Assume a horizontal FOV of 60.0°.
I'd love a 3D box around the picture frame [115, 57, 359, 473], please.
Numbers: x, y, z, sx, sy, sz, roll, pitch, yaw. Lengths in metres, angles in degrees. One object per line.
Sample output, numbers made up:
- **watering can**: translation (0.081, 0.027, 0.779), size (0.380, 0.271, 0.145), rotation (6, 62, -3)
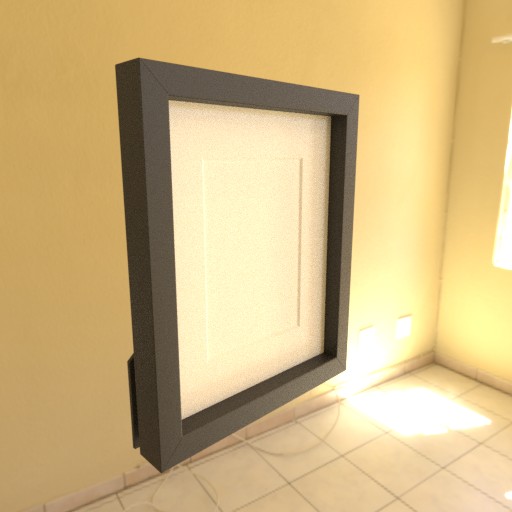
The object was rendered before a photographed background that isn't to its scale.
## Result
- **picture frame**: translation (0.000, 0.000, 0.387), size (0.232, 0.284, 0.042), rotation (-12, 17, -43)
